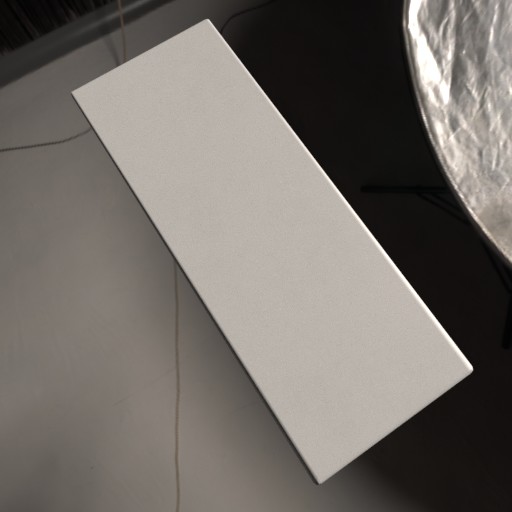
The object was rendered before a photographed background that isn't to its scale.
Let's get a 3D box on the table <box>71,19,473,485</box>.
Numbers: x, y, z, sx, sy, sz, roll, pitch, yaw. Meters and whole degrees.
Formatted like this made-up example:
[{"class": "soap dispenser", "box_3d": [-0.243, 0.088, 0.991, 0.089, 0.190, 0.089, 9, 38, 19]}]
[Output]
[{"class": "table", "box_3d": [0.000, 0.000, 1.483, 0.459, 0.740, 1.184, -33, 78, -8]}]
